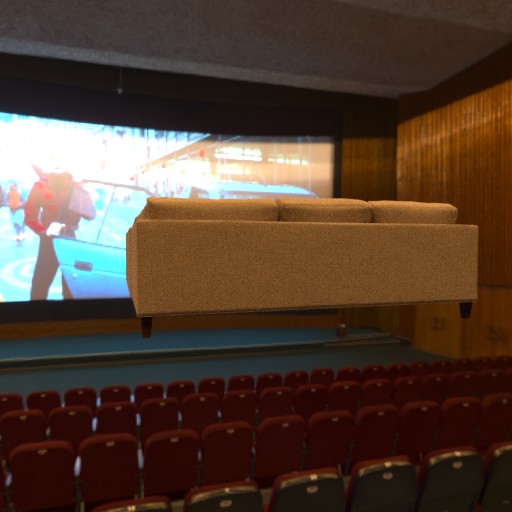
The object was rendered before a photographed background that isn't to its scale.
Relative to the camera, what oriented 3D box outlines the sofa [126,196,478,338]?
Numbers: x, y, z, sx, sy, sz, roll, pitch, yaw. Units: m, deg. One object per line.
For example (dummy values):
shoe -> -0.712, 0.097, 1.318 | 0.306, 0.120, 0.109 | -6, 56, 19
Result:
sofa -> 0.000, 0.000, 4.381 | 2.432, 0.863, 3.182 | 0, 1, -17
